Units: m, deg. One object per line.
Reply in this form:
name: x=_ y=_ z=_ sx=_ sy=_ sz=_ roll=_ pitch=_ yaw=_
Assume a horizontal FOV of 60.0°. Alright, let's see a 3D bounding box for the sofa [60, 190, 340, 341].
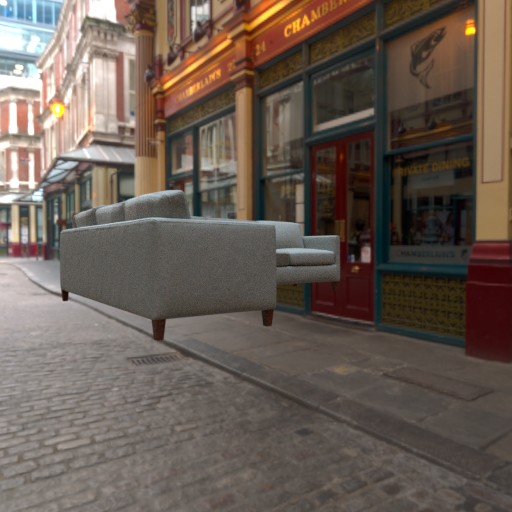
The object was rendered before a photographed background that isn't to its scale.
sofa: x=0.000 y=0.000 z=4.587 sx=3.301 sy=0.947 sz=2.592 roll=-1 pitch=1 yaw=-36
